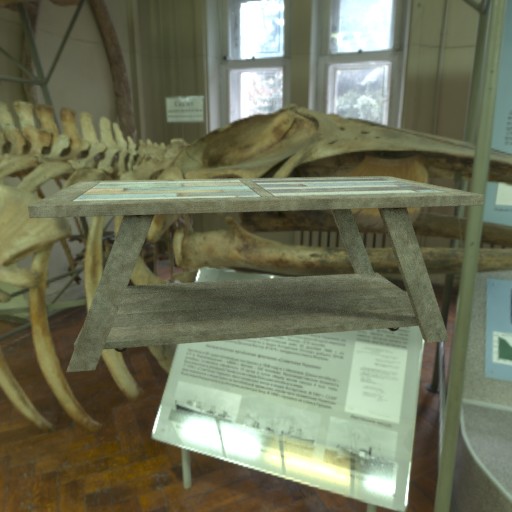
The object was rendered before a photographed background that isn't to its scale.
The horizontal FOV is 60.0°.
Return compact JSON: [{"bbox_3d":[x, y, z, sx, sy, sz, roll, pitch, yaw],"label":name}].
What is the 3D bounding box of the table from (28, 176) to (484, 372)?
[{"bbox_3d":[0.000,0.000,1.518,1.219,0.470,0.610,-3,15,-9],"label":"table"}]
